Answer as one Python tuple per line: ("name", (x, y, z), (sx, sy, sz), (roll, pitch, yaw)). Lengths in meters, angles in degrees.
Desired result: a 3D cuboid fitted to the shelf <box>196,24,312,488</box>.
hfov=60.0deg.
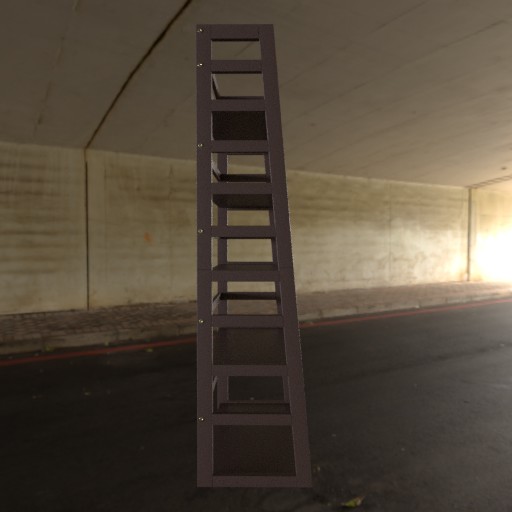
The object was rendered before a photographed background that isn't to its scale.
("shelf", (0.000, 0.000, 1.910), (0.403, 1.600, 0.763), (0, 2, 1))
